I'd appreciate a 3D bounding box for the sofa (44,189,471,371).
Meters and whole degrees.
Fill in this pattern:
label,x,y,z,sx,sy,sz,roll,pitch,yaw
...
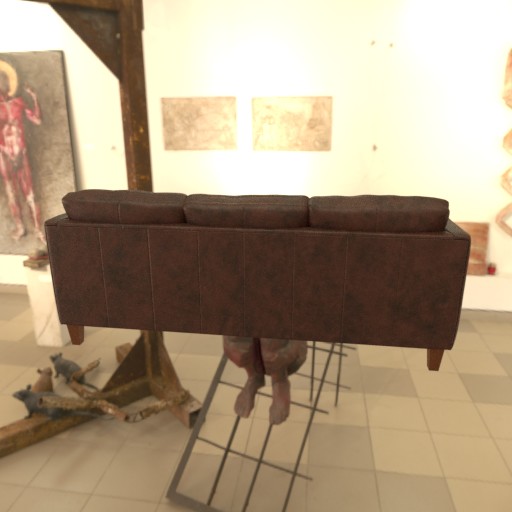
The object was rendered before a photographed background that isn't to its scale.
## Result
label,x,y,z,sx,sy,sz,roll,pitch,yaw
sofa,0.000,0.000,3.066,2.464,1.006,1.045,2,17,8
